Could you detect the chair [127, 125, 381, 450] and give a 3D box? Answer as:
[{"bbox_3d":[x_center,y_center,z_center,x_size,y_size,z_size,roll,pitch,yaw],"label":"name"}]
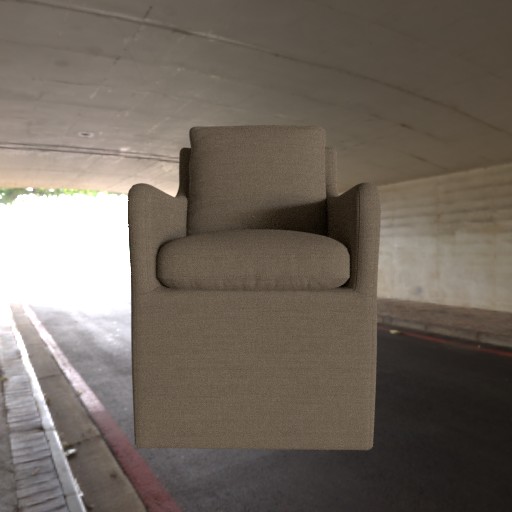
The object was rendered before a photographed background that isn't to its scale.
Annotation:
[{"bbox_3d":[0.000,0.000,1.365,0.626,0.914,0.694,0,1,1],"label":"chair"}]
